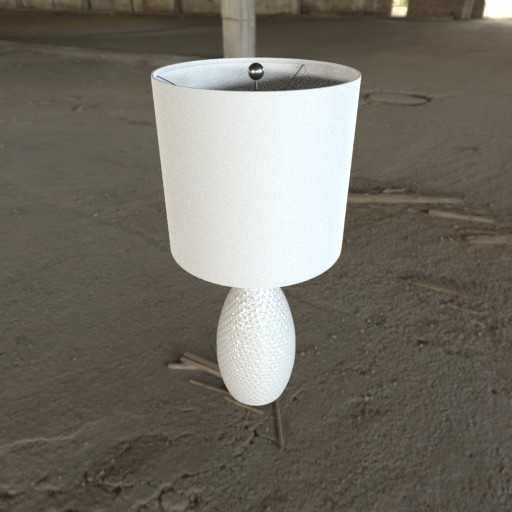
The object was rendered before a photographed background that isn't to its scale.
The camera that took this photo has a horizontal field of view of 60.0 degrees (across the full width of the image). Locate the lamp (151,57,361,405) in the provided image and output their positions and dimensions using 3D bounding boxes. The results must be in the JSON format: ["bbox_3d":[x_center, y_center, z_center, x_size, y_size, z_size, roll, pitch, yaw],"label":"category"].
[{"bbox_3d":[0.000,0.000,0.577,0.214,0.466,0.214,19,36,28],"label":"lamp"}]
